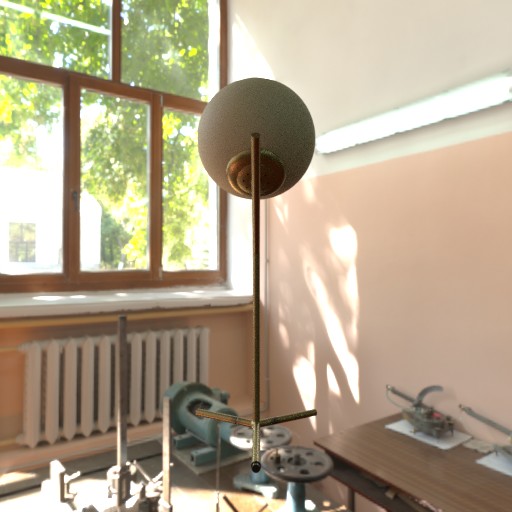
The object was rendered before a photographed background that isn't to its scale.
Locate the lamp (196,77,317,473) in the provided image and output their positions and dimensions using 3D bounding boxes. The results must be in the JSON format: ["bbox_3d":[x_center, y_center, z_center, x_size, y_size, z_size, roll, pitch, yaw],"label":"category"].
[{"bbox_3d":[0.000,0.000,0.667,0.210,0.552,0.251,0,-1,0],"label":"lamp"}]
